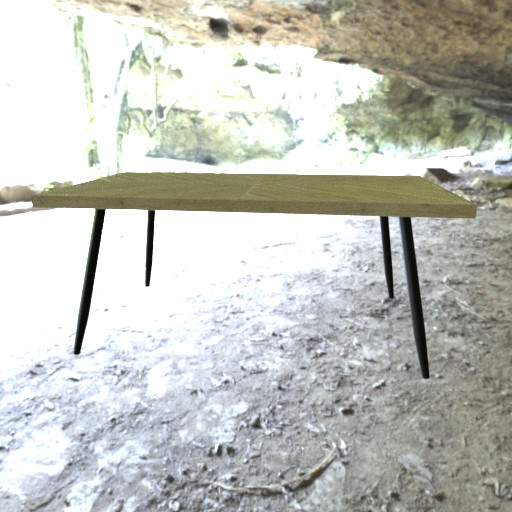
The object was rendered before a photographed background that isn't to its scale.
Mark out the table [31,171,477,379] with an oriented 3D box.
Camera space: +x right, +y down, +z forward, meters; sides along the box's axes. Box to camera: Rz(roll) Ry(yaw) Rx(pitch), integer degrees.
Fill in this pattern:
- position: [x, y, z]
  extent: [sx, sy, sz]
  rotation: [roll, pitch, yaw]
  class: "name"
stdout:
- position: [0.000, 0.000, 2.352]
  extent: [1.803, 0.762, 0.991]
  rotation: [2, 17, 7]
  class: "table"
